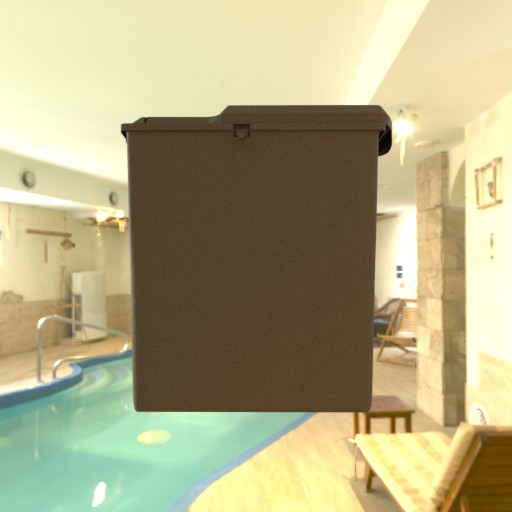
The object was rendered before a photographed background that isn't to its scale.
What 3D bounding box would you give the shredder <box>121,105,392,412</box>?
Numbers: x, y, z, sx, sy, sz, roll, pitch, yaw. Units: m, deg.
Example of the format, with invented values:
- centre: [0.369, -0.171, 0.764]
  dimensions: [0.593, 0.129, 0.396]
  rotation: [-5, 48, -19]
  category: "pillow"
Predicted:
- centre: [0.000, 0.000, 0.524]
  dimensions: [0.320, 0.335, 0.170]
  rotation: [0, -1, 0]
  category: "shredder"
